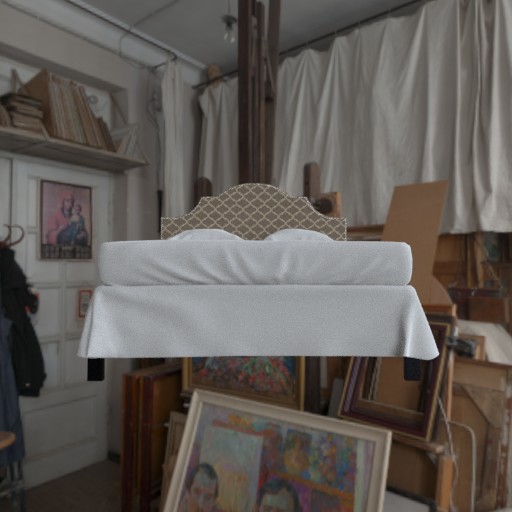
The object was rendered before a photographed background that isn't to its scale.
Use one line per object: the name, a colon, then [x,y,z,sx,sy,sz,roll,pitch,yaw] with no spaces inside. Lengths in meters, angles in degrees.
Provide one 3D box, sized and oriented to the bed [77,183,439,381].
bed: [0.000,0.000,3.737,2.314,1.601,2.222,0,-2,0]
